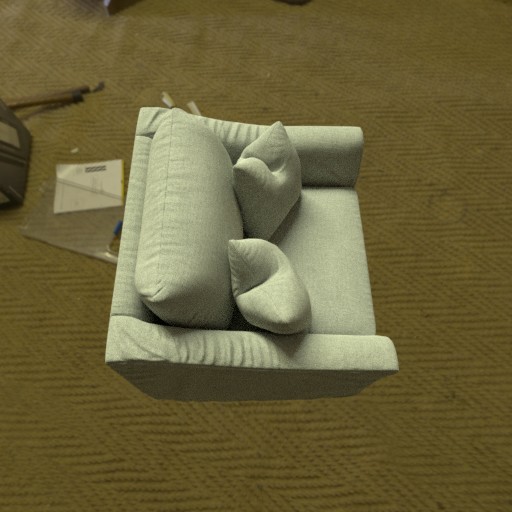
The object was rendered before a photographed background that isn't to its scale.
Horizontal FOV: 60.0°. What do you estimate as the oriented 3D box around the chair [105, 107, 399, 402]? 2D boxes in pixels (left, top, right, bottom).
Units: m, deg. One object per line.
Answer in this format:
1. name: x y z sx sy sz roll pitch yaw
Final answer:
1. chair: 0.000 0.000 2.078 1.071 1.059 1.194 -1 64 0
